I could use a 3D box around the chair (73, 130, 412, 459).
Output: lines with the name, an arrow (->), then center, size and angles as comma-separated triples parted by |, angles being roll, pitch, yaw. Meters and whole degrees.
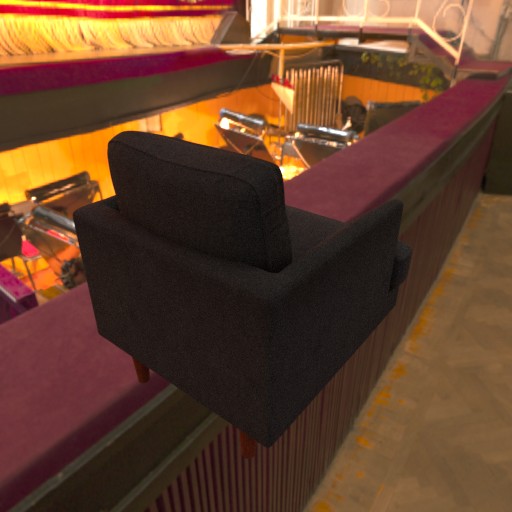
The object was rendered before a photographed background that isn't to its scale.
chair -> 0.000, 0.000, 1.615 | 0.858, 0.957, 0.899 | 21, 36, 33
